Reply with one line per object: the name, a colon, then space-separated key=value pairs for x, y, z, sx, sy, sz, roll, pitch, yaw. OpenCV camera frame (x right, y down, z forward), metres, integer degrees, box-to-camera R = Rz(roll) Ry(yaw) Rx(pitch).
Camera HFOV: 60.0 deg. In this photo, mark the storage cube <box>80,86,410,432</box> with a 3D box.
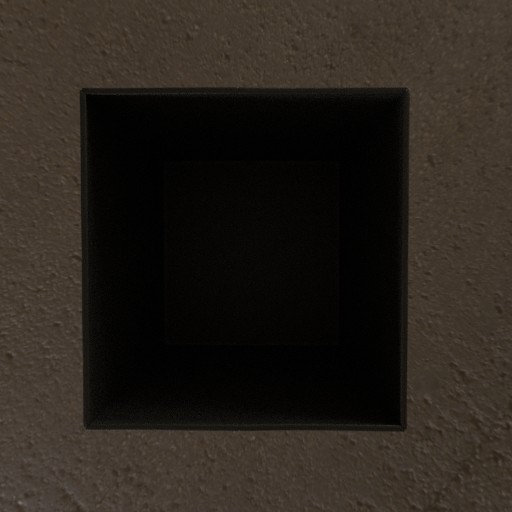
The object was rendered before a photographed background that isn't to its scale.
storage cube: x=0.000 y=0.000 z=0.479 sx=0.270 sy=0.280 sz=0.270 roll=0 pitch=92 yaw=1
